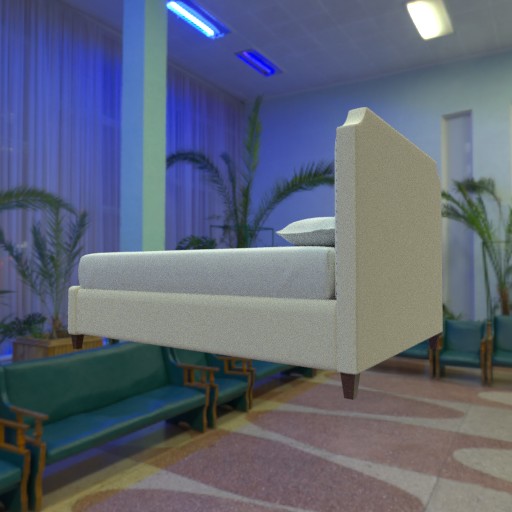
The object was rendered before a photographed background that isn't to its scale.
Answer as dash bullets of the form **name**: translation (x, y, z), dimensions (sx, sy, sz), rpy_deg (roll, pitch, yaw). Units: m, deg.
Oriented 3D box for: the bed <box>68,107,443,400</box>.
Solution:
- **bed**: translation (0.000, 0.000, 3.408), dimensions (2.329, 1.415, 1.703), rpy_deg (-1, -2, 35)
